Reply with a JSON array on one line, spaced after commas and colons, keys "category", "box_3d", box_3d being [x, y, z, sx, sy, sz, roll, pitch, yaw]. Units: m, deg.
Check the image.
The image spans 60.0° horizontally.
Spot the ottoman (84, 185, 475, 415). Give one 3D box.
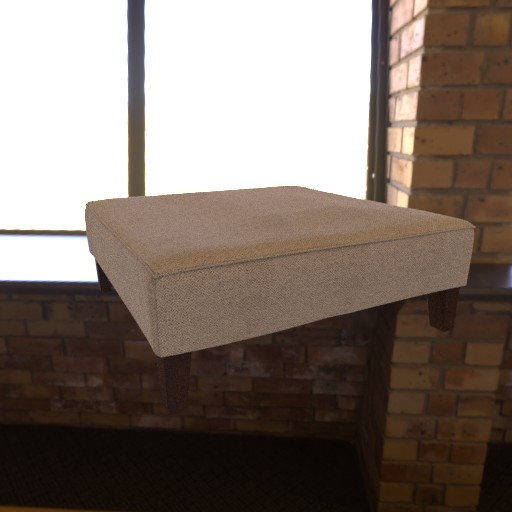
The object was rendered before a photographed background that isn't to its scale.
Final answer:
[{"category": "ottoman", "box_3d": [0.000, 0.000, 1.537, 0.982, 0.381, 0.973, -8, 18, -27]}]
